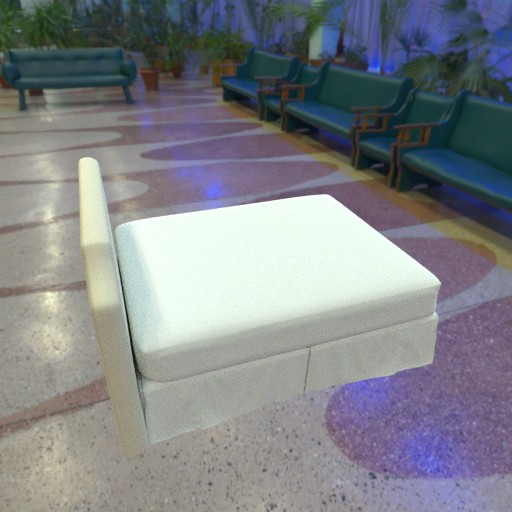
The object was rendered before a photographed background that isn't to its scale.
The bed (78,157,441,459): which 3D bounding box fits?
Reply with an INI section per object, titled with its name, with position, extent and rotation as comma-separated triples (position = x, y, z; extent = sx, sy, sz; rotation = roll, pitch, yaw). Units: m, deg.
[bed]
position = 0.000, 0.000, 3.225
extent = 2.209, 1.296, 1.827
rotation = -10, 32, -17
